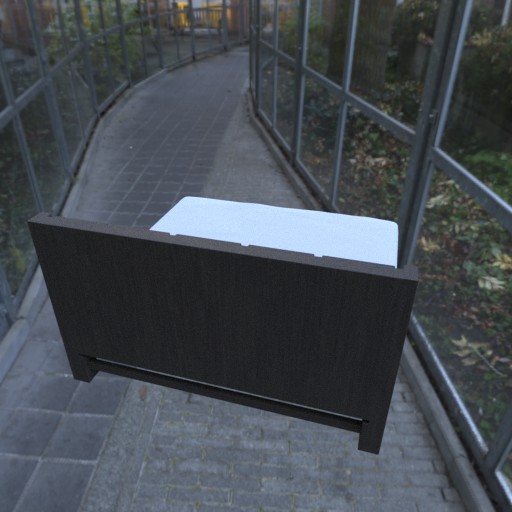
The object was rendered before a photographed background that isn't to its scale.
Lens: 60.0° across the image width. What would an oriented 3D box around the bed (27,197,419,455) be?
[{"bbox_3d":[0.000,0.000,3.424,2.134,1.270,2.012,9,32,14],"label":"bed"}]
